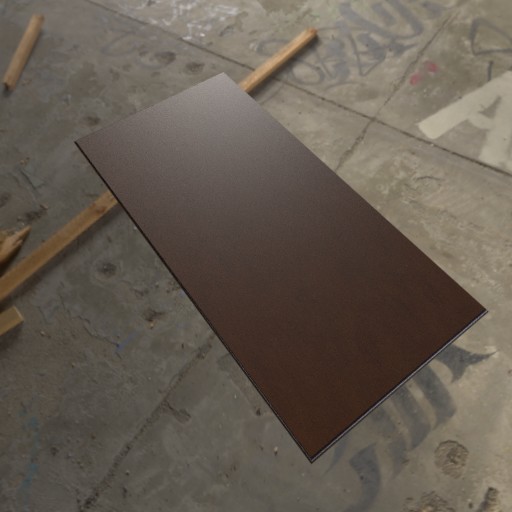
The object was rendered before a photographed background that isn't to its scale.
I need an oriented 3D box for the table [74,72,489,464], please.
[{"bbox_3d":[0.000,0.000,1.482,0.594,0.459,1.197,-32,64,-18],"label":"table"}]
